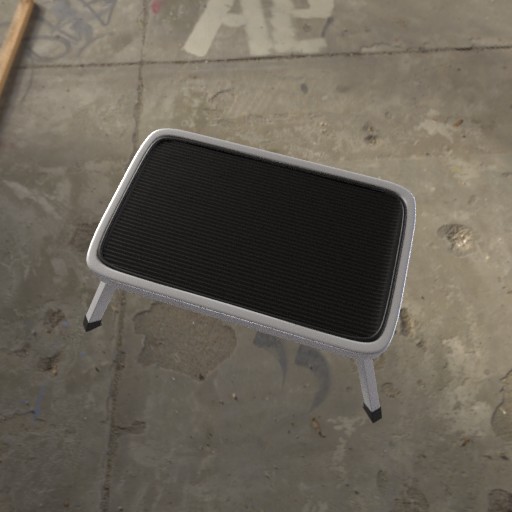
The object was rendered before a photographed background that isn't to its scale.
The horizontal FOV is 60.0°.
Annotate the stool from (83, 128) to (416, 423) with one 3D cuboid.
[{"bbox_3d":[0.000,0.000,0.633,0.460,0.170,0.320,16,66,7],"label":"stool"}]
